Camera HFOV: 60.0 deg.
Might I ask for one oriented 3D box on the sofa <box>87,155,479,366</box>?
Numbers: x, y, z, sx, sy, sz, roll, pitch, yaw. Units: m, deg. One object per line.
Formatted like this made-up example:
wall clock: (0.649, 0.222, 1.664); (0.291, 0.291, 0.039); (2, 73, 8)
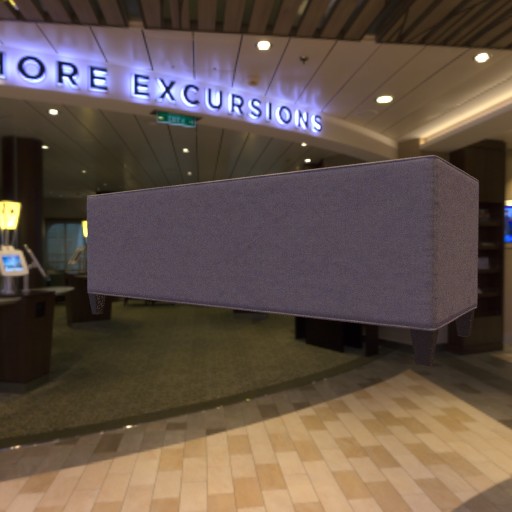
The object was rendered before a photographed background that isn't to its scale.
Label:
sofa: (0.000, 0.000, 2.515); (2.159, 0.762, 0.775); (1, 2, 37)
